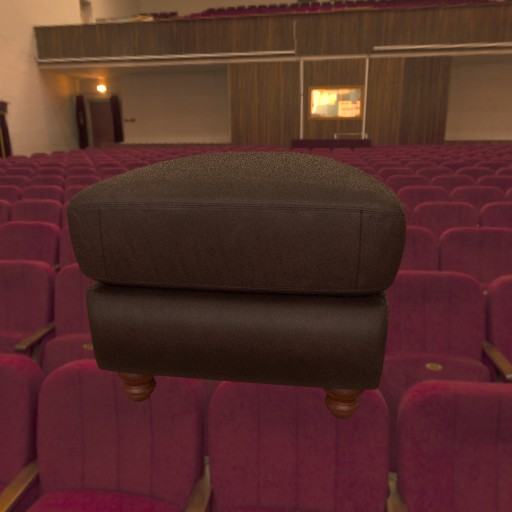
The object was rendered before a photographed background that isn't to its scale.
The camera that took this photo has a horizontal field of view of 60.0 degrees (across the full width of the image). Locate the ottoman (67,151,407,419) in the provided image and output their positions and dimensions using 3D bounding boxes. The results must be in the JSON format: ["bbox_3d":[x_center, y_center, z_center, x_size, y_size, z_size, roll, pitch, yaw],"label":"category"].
[{"bbox_3d":[0.000,0.000,1.244,0.670,0.569,0.806,2,14,8],"label":"ottoman"}]
